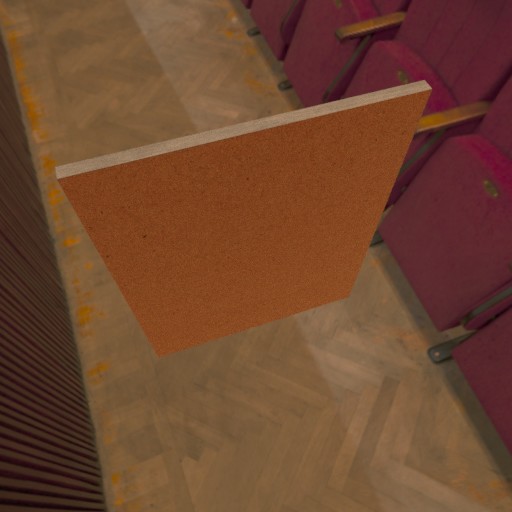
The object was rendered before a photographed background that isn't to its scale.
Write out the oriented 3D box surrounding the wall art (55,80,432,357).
[{"bbox_3d":[0.000,0.000,0.806,0.481,0.613,0.020,-16,60,-10],"label":"wall art"}]
